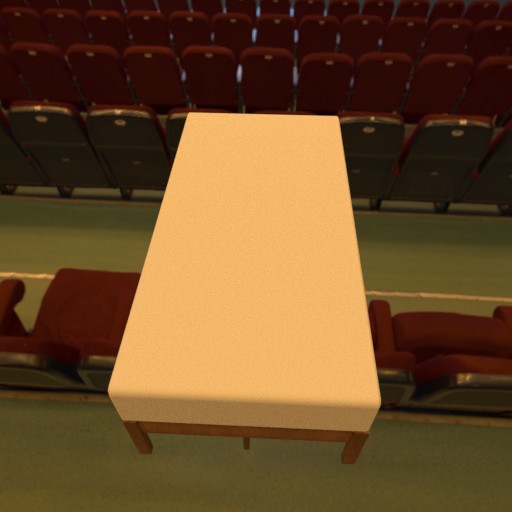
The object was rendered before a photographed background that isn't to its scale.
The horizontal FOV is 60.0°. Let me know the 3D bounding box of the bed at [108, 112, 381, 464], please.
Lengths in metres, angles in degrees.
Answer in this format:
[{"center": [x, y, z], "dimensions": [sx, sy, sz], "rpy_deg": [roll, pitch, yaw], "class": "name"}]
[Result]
[{"center": [0.000, 0.000, 2.390], "dimensions": [0.961, 0.616, 1.902], "rpy_deg": [2, 47, 2], "class": "bed"}]
